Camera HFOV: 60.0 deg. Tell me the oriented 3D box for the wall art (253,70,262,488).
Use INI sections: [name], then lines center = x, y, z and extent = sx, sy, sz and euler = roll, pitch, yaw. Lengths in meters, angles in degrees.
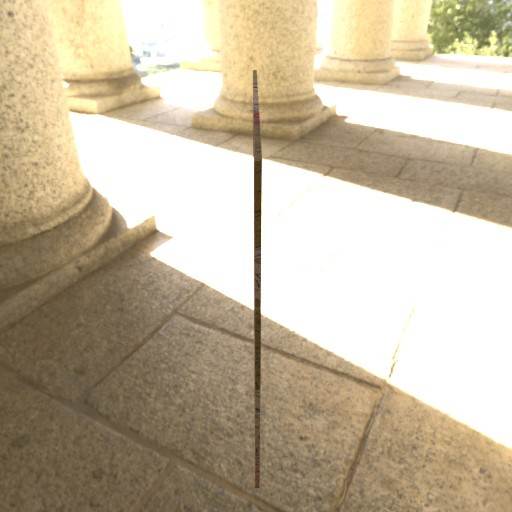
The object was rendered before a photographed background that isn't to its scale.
[wall art]
center = 0.000, 0.000, 1.342
extent = 0.013, 0.913, 0.904
euler = 0, 31, 0
